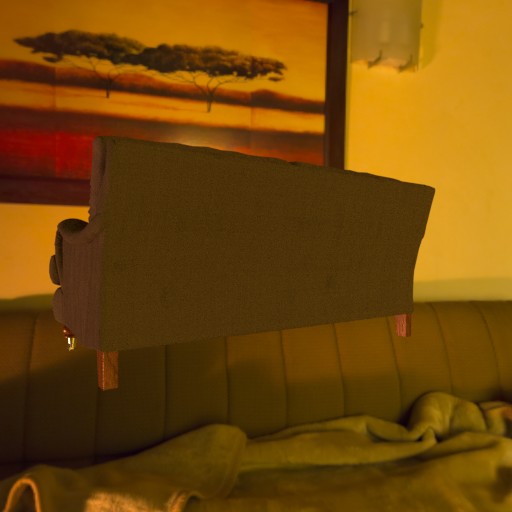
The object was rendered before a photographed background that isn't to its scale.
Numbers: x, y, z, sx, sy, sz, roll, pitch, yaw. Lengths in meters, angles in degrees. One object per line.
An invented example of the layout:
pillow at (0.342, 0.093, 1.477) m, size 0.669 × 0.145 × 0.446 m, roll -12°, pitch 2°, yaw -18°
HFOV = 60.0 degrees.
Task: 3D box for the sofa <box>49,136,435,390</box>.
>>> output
sofa at (0.000, 0.000, 2.698) m, size 2.165 × 1.087 × 1.086 m, roll 0°, pitch 0°, yaw -35°
